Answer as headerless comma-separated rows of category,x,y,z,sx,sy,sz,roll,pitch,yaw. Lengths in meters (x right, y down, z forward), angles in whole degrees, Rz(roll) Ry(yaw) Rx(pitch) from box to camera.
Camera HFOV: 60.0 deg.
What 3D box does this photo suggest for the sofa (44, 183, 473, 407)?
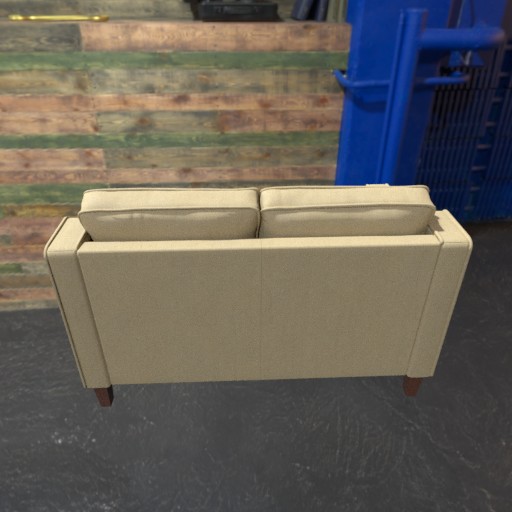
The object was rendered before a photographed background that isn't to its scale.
sofa,0.000,0.000,2.126,1.501,0.971,0.987,-1,32,-2
